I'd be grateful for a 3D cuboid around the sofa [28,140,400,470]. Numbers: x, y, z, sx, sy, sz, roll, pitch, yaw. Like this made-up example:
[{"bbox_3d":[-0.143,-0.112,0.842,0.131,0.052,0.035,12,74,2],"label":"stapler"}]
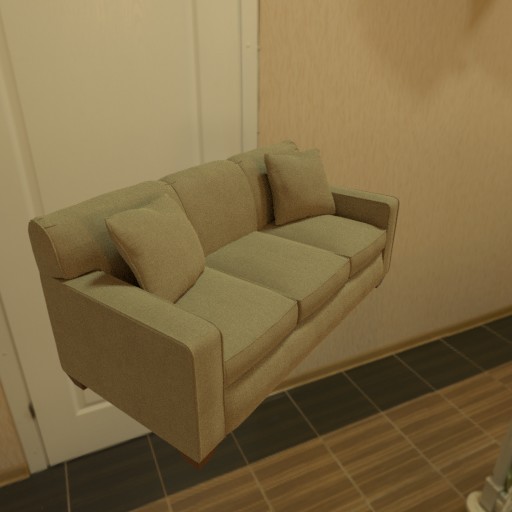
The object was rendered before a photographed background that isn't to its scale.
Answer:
[{"bbox_3d":[0.000,0.000,2.542,0.997,0.958,2.024,18,31,32],"label":"sofa"}]
